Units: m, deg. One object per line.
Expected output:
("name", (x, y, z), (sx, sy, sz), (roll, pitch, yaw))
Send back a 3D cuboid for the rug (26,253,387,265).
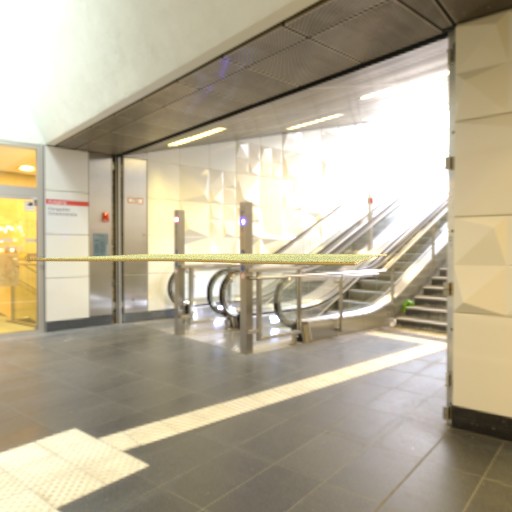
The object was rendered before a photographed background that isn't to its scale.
("rug", (0.000, 0.000, 2.997), (1.593, 0.029, 2.305), (0, 1, 20))
